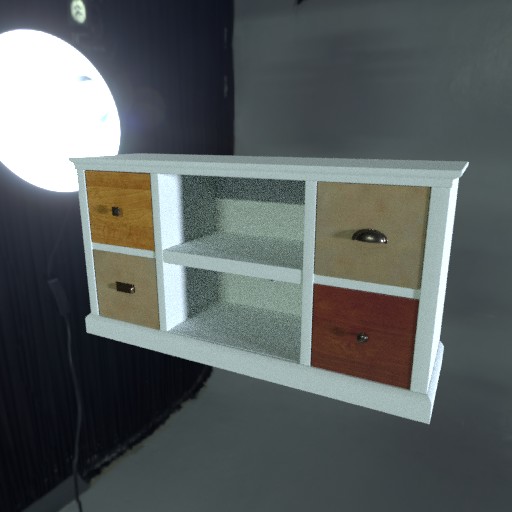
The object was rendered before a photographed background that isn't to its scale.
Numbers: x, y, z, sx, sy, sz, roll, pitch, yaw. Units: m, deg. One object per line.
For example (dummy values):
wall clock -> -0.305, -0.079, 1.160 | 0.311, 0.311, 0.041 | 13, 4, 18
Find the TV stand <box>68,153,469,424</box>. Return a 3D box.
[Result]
TV stand -> 0.000, 0.000, 1.456 | 1.187, 0.624, 0.424 | 8, 17, 26
